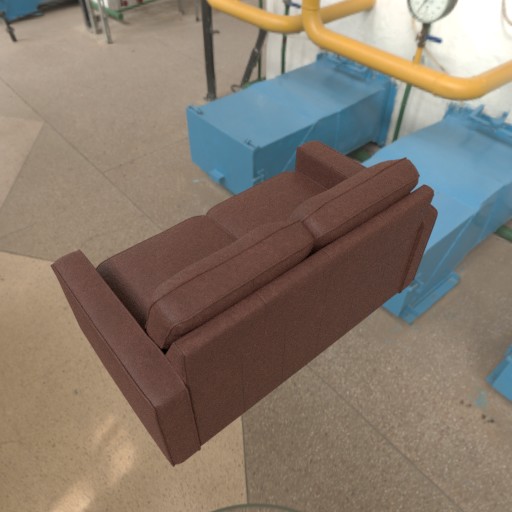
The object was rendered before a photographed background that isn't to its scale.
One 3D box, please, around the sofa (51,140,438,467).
[{"bbox_3d":[0.000,0.000,2.244,1.709,0.918,0.947,-30,52,-27],"label":"sofa"}]
